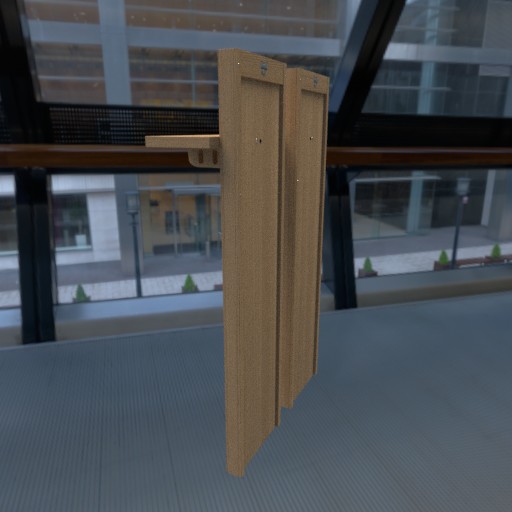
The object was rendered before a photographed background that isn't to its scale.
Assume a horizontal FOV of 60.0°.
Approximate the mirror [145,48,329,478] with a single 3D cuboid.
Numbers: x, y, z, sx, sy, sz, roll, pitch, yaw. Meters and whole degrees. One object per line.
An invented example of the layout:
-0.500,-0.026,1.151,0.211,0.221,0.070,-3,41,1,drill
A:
0.000,0.000,1.592,0.260,1.250,0.800,8,18,26,mirror
